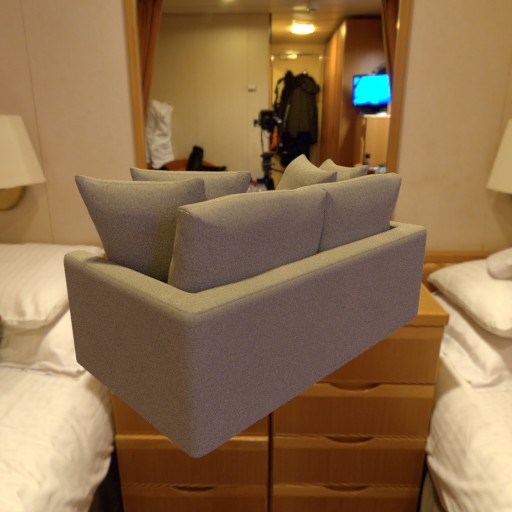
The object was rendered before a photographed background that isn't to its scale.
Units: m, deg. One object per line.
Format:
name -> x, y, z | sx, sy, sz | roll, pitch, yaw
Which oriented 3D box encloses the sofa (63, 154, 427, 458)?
sofa -> 0.000, 0.000, 2.581 | 1.228, 1.080, 1.869 | 16, 23, 42
